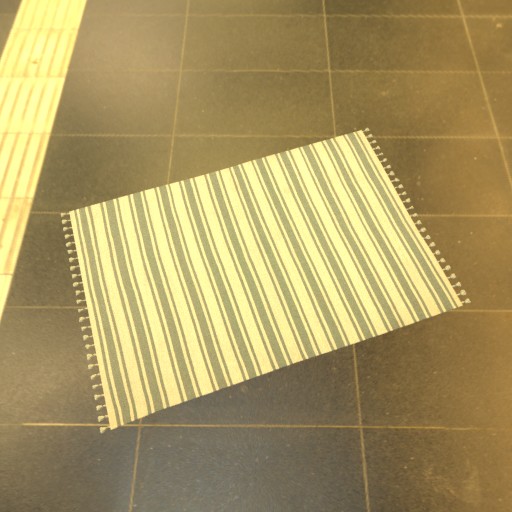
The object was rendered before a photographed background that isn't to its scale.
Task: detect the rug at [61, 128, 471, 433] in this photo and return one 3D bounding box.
[{"bbox_3d":[0.000,0.000,3.000,2.410,0.011,1.539,-17,66,-8],"label":"rug"}]
